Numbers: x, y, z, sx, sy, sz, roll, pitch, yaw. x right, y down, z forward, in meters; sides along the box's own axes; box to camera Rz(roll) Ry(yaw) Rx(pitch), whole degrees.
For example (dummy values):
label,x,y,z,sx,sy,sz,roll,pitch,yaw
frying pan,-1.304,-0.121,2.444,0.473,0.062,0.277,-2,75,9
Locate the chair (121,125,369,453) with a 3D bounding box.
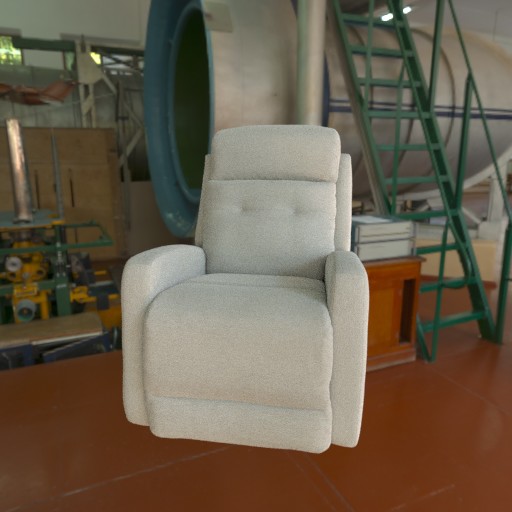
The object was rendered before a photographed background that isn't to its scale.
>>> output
label,x,y,z,sx,sy,sz,roll,pitch,yaw
chair,0.000,0.000,1.715,0.798,1.013,1.043,2,14,10
